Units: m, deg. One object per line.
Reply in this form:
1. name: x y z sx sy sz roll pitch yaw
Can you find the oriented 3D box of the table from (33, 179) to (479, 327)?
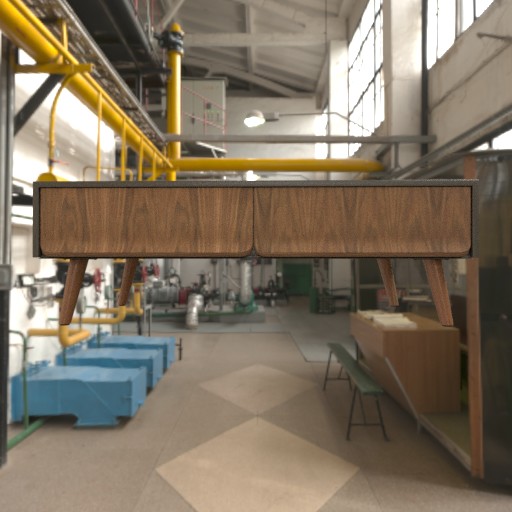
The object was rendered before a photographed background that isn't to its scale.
1. table: 0.000 0.000 1.529 1.201 0.404 0.703 0 0 1
